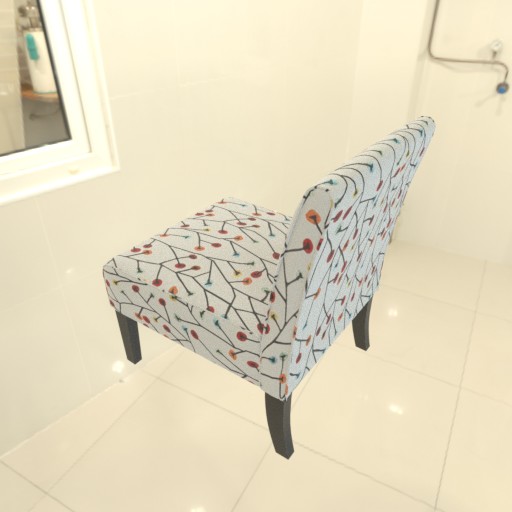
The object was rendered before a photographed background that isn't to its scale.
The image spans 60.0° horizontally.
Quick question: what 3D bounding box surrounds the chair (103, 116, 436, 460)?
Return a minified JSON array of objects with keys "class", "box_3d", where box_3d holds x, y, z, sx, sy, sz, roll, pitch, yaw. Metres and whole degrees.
[{"class":"chair","box_3d":[0.000,0.000,1.325,0.732,0.813,0.597,21,38,30]}]
